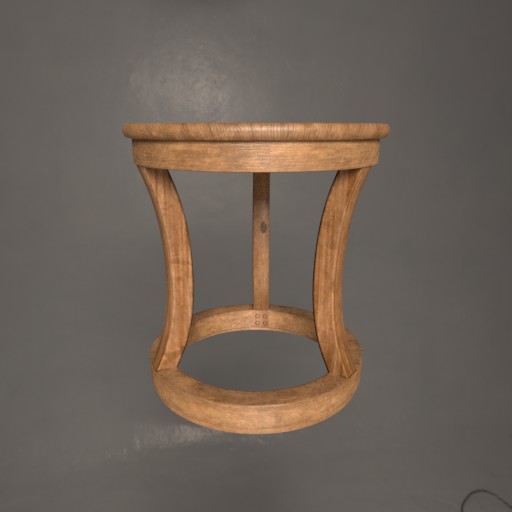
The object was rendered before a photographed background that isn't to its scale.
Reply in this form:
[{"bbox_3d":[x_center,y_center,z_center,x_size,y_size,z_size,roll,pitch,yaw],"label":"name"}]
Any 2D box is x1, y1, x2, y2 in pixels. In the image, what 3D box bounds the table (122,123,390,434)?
[{"bbox_3d":[0.000,0.000,0.806,0.432,0.460,0.432,0,16,0],"label":"table"}]
